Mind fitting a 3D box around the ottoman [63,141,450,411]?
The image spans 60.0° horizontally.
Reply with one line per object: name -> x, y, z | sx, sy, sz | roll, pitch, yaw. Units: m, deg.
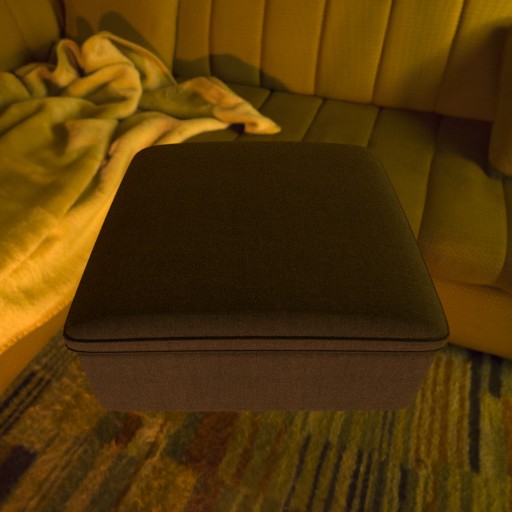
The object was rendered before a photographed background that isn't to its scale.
ottoman -> 0.000, 0.000, 1.669 | 1.067, 0.559, 1.067 | 0, 42, 0
